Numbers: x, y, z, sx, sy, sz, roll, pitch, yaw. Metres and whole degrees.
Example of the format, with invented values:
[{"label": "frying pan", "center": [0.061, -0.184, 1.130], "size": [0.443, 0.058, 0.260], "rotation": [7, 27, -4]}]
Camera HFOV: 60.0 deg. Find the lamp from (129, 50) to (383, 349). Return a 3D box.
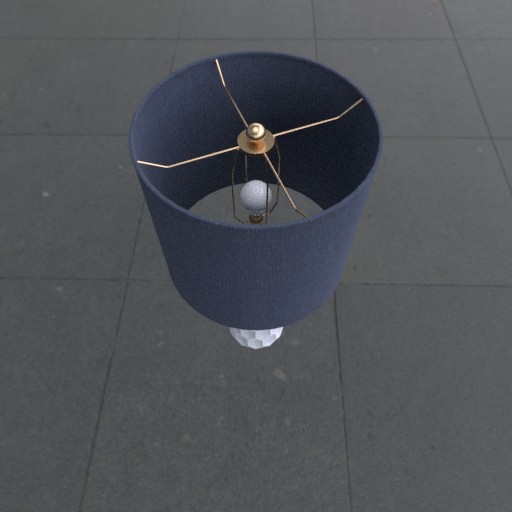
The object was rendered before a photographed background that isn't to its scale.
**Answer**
[{"label": "lamp", "center": [0.000, 0.000, 0.713], "size": [0.277, 0.537, 0.277], "rotation": [14, 59, 9]}]
